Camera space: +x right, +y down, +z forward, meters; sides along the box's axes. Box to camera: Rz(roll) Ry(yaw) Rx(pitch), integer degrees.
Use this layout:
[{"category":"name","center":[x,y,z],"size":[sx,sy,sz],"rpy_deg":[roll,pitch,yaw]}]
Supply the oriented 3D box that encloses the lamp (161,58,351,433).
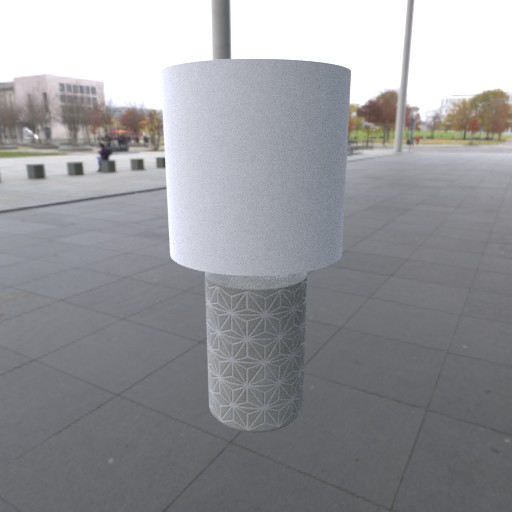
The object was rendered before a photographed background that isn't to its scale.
[{"category":"lamp","center":[0.000,0.000,0.543],"size":[0.206,0.416,0.206],"rpy_deg":[-15,21,-43]}]
